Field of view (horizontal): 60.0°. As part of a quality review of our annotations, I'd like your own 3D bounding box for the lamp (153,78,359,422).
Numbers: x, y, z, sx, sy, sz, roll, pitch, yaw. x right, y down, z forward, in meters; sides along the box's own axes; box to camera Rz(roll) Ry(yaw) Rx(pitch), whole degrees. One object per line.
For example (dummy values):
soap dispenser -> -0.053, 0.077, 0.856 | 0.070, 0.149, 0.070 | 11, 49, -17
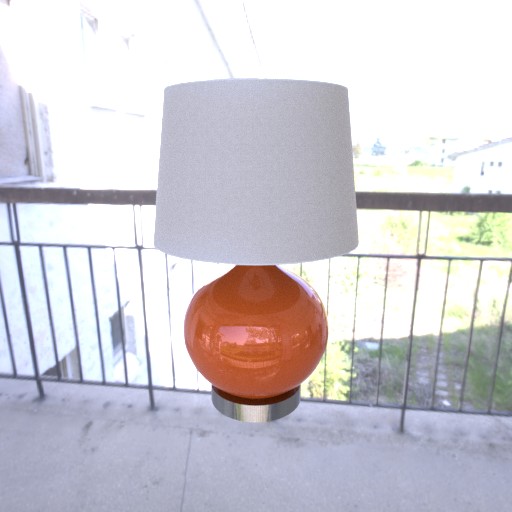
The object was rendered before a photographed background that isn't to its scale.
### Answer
lamp -> 0.000, 0.000, 0.549 | 0.247, 0.387, 0.247 | 0, 14, 0
